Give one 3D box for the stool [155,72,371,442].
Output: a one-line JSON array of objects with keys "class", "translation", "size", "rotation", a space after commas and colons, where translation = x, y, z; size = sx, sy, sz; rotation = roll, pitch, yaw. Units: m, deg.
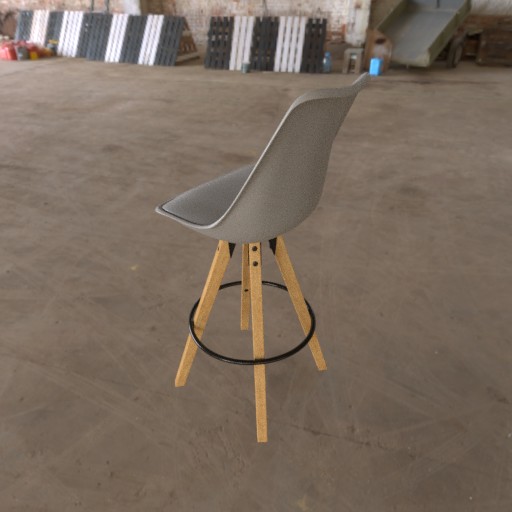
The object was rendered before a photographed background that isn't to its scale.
[{"class": "stool", "translation": [0.000, 0.000, 1.413], "size": [0.550, 1.115, 0.485], "rotation": [22, 38, 31]}]
